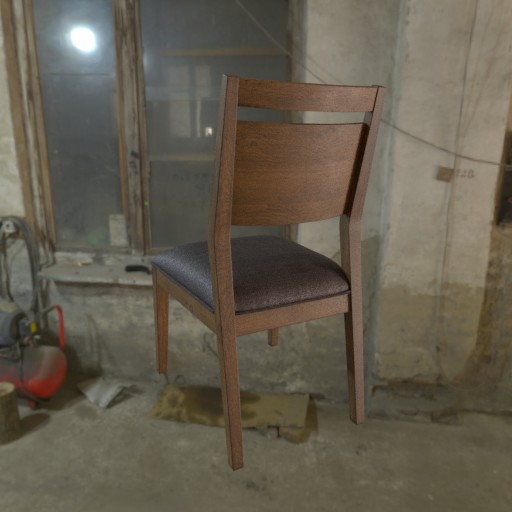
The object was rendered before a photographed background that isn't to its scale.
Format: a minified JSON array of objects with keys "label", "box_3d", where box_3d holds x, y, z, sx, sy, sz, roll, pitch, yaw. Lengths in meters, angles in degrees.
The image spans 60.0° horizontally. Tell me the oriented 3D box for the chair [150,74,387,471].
[{"label":"chair","box_3d":[0.000,0.000,1.337,0.501,0.939,0.610,-8,17,-27]}]
